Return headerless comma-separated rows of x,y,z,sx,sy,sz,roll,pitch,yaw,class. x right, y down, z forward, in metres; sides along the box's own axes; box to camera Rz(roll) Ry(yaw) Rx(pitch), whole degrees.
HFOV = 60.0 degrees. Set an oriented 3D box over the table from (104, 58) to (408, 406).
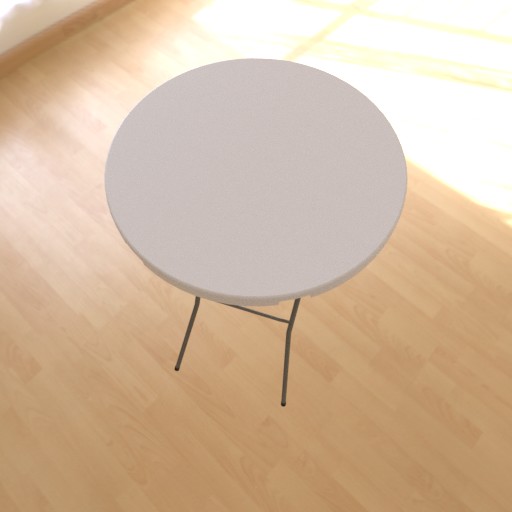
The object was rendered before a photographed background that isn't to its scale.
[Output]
0.000,0.000,1.656,0.792,1.105,0.795,16,64,8,table
